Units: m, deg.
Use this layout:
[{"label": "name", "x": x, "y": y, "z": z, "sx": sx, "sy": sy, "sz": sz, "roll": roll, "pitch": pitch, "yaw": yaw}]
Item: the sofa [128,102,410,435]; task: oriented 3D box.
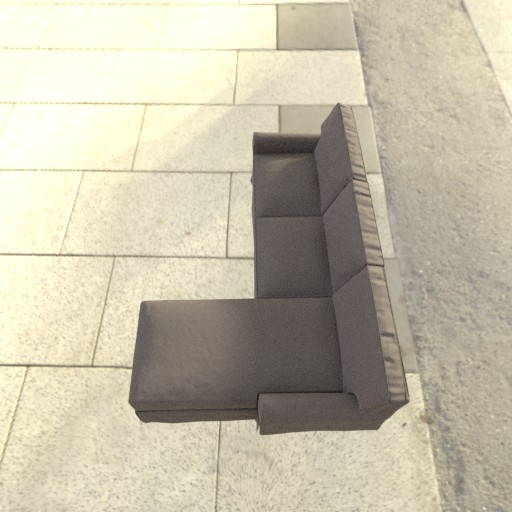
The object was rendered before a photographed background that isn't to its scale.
[{"label": "sofa", "x": 0.000, "y": 0.000, "z": 3.401, "sx": 1.733, "sy": 0.978, "sz": 2.475, "roll": -1, "pitch": 59, "yaw": -1}]
